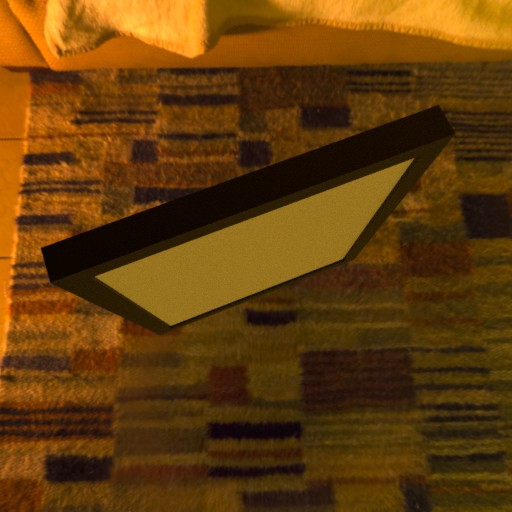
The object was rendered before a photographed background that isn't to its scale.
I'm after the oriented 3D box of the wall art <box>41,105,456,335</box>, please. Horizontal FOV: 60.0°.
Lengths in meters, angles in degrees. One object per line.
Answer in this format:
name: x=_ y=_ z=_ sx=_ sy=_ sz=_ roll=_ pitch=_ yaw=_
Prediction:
wall art: x=0.000 y=0.000 z=0.523 sx=0.330 sy=0.381 sz=0.029 roll=-21 pitch=75 yaw=-6
